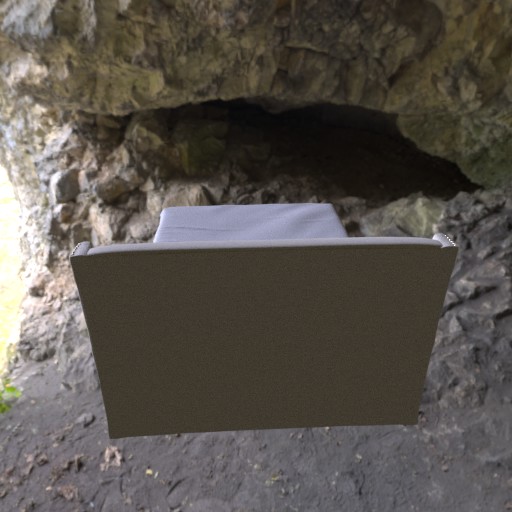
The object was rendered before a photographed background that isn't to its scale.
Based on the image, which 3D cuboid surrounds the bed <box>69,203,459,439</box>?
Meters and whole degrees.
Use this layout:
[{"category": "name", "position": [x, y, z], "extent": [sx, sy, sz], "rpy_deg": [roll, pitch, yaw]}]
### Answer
[{"category": "bed", "position": [0.000, 0.000, 3.429], "extent": [1.925, 1.332, 2.276], "rpy_deg": [-1, 29, -3]}]
